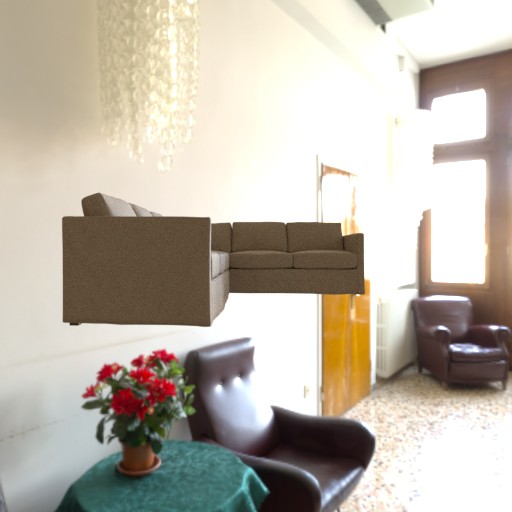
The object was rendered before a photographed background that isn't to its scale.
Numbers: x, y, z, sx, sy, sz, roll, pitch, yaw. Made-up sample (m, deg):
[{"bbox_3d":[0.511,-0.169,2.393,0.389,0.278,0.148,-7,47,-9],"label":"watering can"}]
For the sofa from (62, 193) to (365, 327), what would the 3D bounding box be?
[{"bbox_3d":[0.000,0.000,4.324,2.432,0.871,3.182,0,0,0],"label":"sofa"}]
